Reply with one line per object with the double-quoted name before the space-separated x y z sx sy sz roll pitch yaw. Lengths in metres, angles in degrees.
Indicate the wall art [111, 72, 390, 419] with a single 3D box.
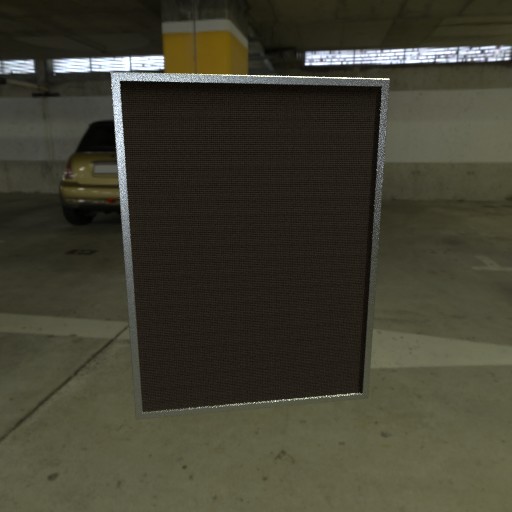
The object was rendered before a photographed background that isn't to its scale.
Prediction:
"wall art" 0.000 0.000 1.400 0.801 1.062 0.037 -2 14 -9
